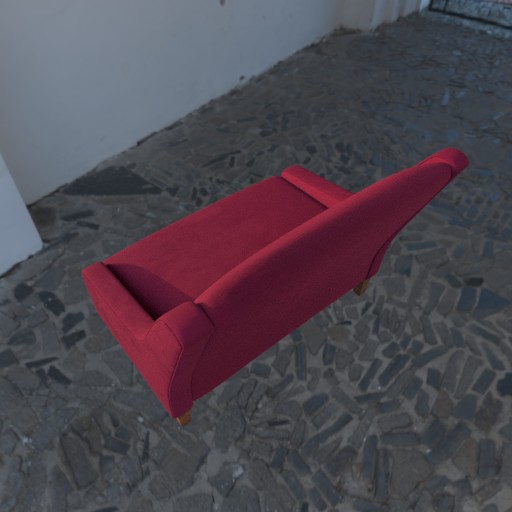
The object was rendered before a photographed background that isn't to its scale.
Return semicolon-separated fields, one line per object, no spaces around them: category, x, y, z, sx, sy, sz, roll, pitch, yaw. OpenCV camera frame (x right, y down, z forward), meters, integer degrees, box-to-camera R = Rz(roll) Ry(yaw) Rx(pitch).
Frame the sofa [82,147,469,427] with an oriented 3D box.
sofa;0.000;0.000;1.897;1.242;0.976;0.946;-31;53;-27
